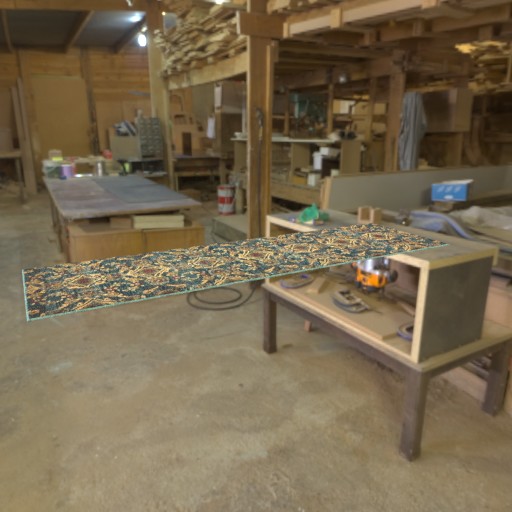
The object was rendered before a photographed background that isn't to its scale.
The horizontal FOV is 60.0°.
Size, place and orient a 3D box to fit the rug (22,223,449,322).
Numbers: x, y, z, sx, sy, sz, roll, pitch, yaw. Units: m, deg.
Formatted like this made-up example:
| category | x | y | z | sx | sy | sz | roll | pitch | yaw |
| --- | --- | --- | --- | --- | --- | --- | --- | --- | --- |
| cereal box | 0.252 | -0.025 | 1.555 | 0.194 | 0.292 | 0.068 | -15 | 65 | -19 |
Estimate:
| category | x | y | z | sx | sy | sz | roll | pitch | yaw |
| --- | --- | --- | --- | --- | --- | --- | --- | --- | --- |
| rug | 0.000 | 0.000 | 2.450 | 2.292 | 0.014 | 0.685 | -9 | 19 | -27 |
